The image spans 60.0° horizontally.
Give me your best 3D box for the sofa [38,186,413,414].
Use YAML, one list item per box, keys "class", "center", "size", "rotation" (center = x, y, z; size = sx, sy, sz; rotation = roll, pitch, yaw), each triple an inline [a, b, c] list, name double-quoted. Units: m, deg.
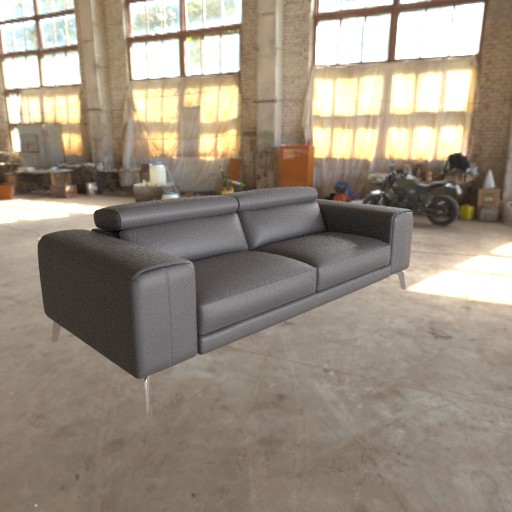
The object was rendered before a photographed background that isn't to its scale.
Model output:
- class: "sofa"
  center: [0.000, 0.000, 2.847]
  size: [1.023, 0.759, 2.321]
  rotation: [14, 20, 43]
